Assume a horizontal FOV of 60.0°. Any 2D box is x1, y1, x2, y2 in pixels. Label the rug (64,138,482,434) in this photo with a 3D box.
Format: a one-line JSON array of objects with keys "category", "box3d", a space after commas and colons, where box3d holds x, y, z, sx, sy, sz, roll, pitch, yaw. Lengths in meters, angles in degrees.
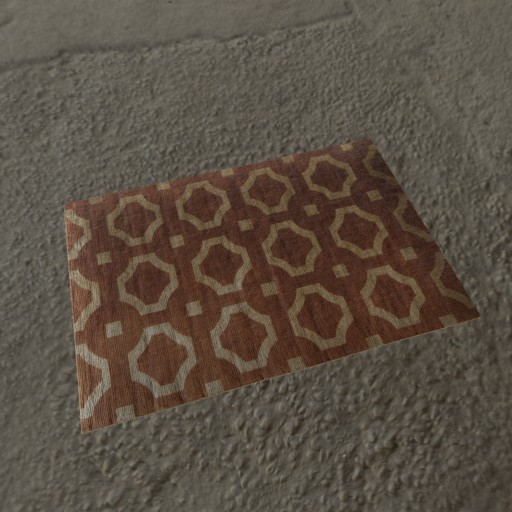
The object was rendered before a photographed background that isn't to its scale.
[{"category": "rug", "box3d": [0.000, 0.000, 2.805, 2.286, 0.016, 1.555, -14, 58, -9]}]
